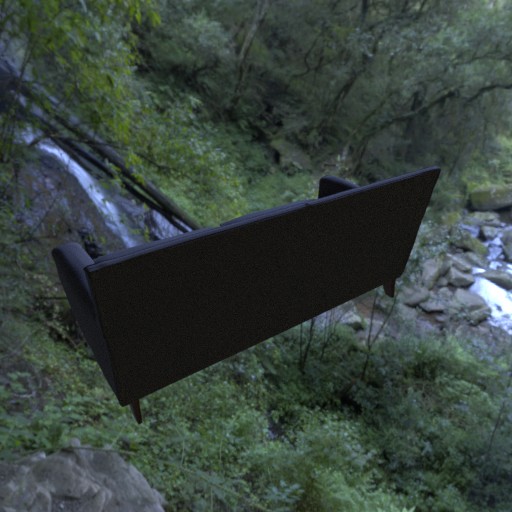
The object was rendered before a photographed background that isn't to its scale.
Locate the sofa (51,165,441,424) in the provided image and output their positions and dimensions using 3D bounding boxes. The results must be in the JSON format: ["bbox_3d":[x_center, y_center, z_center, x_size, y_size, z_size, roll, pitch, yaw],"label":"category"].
[{"bbox_3d":[0.000,0.000,2.513,2.002,0.907,0.843,-19,34,-31],"label":"sofa"}]
